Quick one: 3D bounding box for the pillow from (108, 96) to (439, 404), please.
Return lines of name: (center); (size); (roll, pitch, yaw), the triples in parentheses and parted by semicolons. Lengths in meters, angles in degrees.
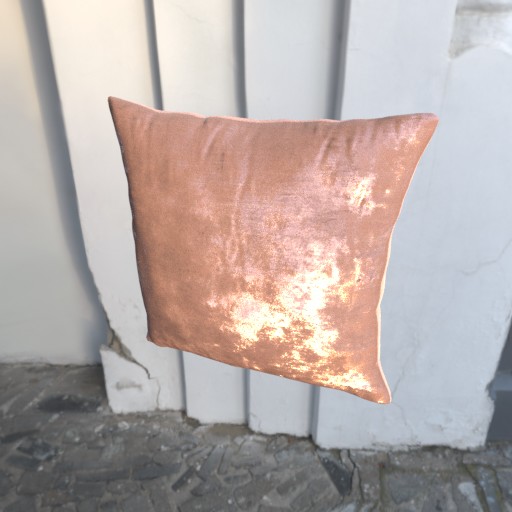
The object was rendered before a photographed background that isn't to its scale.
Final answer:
pillow: (0.000, 0.000, 0.701); (0.470, 0.464, 0.175); (9, 27, 18)
